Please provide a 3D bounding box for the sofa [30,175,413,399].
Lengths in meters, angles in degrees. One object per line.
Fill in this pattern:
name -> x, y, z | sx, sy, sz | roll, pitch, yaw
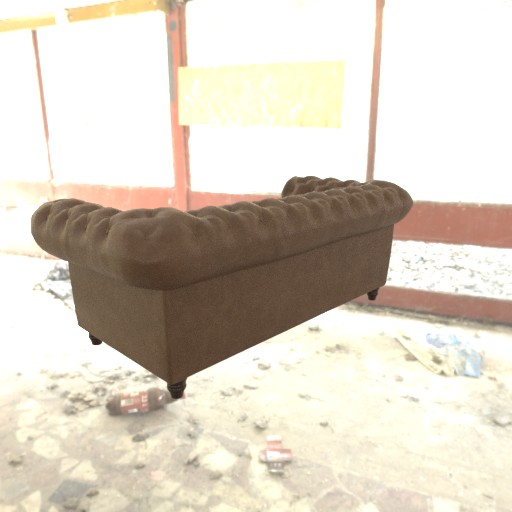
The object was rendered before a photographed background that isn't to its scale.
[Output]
sofa -> 0.000, 0.000, 2.482 | 0.955, 0.784, 2.048 | 14, 21, 42
